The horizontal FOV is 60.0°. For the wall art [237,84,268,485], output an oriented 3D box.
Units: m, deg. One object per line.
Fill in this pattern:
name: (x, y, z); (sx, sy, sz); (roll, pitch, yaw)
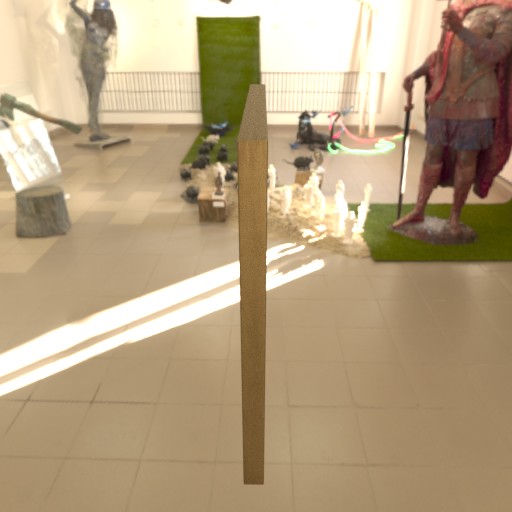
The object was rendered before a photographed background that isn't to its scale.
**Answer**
wall art: (0.000, 0.000, 0.767); (0.030, 0.506, 0.503); (0, 27, 1)
